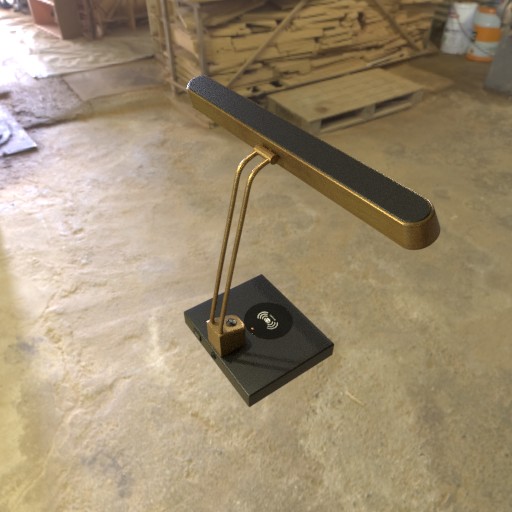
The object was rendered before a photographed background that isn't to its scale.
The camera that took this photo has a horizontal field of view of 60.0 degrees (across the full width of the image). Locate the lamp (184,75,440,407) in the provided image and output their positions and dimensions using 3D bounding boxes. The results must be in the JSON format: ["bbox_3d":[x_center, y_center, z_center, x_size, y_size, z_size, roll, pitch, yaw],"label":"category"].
[{"bbox_3d":[0.000,0.000,0.585,0.156,0.345,0.412,-25,47,-26],"label":"lamp"}]
